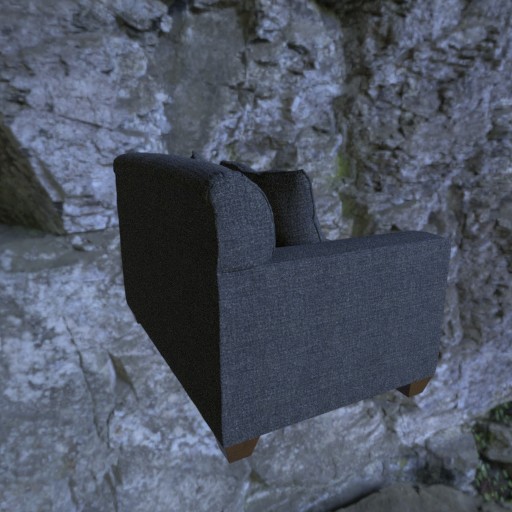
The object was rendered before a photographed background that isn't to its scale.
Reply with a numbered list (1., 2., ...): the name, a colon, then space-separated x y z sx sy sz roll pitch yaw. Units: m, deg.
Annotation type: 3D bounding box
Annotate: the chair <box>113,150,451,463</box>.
1. chair: 0.000 0.000 2.054 1.000 0.948 1.383 -8 17 -27
